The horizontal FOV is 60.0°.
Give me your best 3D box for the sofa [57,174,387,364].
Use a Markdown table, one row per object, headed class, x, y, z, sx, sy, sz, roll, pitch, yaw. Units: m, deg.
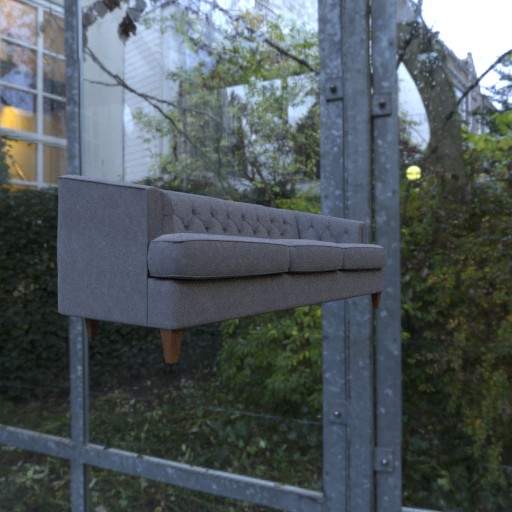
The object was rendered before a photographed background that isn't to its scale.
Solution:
| class | x | y | z | sx | sy | sz | roll | pitch | yaw |
| --- | --- | --- | --- | --- | --- | --- | --- | --- | --- |
| sofa | 0.000 | 0.000 | 2.751 | 0.917 | 0.806 | 2.247 | 0 | 0 | 35 |
